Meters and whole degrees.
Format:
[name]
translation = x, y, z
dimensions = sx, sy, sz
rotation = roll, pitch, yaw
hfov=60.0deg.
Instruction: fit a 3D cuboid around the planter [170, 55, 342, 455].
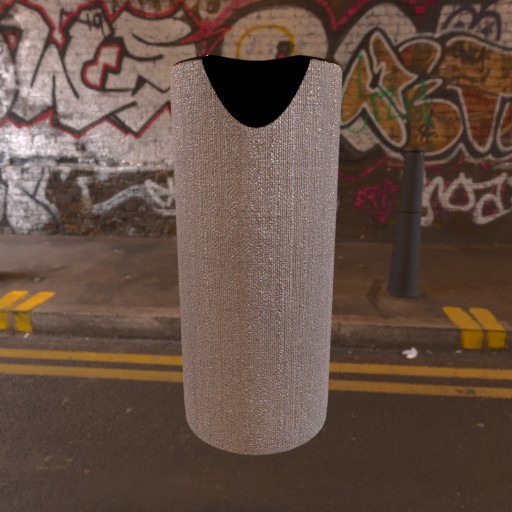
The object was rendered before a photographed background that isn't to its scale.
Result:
[planter]
translation = 0.000, 0.000, 0.131
dimensions = 0.045, 0.103, 0.045
rotation = 13, 19, 42
